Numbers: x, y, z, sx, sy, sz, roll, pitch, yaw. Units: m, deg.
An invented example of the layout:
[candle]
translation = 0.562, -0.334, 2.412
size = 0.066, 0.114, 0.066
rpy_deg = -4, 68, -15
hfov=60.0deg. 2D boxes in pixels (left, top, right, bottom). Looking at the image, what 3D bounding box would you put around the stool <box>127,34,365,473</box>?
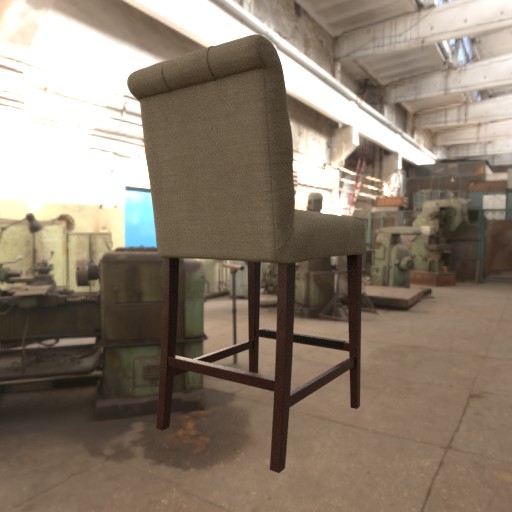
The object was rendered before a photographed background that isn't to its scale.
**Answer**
[stool]
translation = 0.000, 0.000, 1.422
size = 0.486, 1.084, 0.660
rpy_deg = 2, 4, 35
